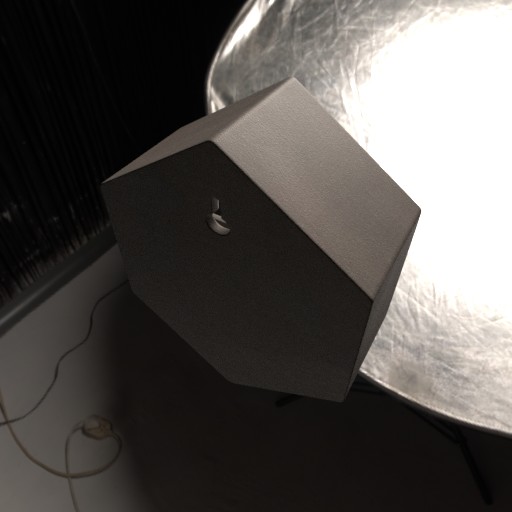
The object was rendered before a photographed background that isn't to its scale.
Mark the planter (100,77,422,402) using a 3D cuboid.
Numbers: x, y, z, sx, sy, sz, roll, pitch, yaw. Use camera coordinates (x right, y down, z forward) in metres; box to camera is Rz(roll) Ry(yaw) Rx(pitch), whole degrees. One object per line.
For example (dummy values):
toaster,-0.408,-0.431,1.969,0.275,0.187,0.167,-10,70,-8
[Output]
planter,0.000,0.000,0.286,0.169,0.206,0.077,23,50,21
